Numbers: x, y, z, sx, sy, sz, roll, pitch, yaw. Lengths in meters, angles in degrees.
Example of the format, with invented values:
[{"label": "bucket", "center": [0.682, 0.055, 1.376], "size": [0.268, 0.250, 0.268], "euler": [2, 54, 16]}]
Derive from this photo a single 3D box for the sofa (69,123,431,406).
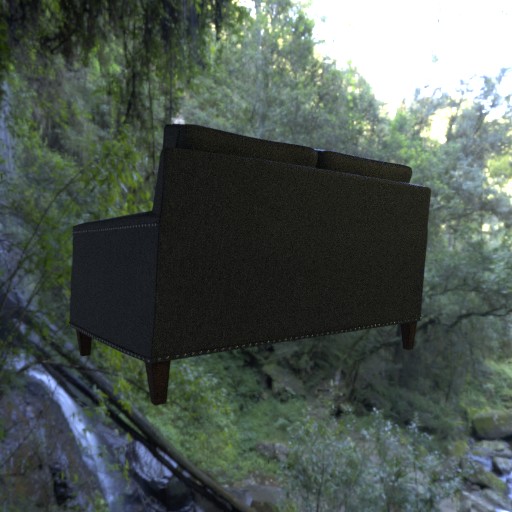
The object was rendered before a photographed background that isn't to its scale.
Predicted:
[{"label": "sofa", "center": [0.000, 0.000, 2.284], "size": [1.597, 1.003, 1.084], "euler": [0, 1, -37]}]
